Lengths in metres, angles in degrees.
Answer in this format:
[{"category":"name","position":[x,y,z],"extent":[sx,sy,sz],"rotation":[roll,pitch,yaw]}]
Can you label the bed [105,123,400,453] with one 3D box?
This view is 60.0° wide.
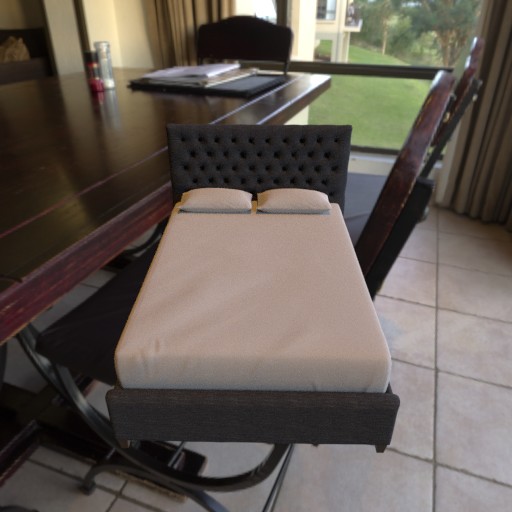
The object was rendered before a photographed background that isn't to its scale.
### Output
[{"category":"bed","position":[0.000,0.000,3.382],"extent":[1.698,1.427,2.387],"rotation":[1,30,1]}]
